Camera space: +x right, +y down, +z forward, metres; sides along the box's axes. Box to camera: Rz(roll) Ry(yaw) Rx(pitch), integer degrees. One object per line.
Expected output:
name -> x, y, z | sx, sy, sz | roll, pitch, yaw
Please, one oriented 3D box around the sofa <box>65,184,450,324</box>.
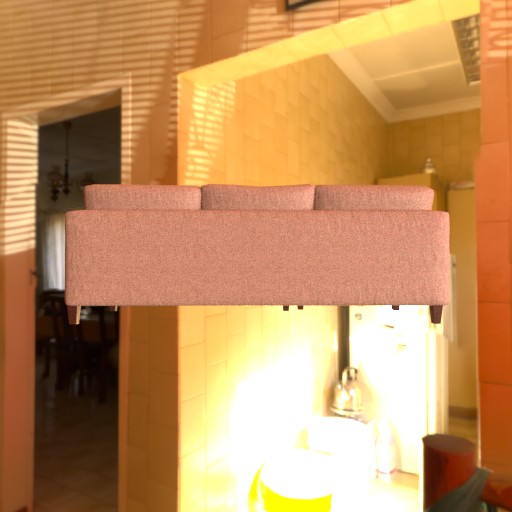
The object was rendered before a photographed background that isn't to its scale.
sofa -> 0.000, 0.000, 4.465 | 2.522, 0.934, 3.333 | 0, -1, 0
